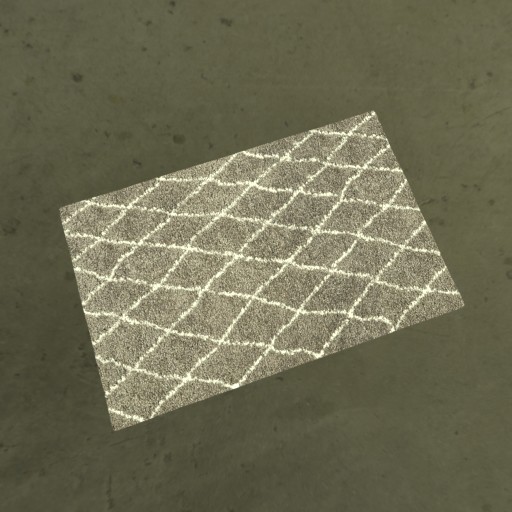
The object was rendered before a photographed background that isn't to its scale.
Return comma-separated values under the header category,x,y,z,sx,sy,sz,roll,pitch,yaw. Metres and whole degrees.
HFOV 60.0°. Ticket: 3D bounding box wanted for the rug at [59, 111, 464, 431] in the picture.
category,x,y,z,sx,sy,sz,roll,pitch,yaw
rug,0.000,0.000,3.462,2.743,0.030,1.778,-18,76,-5
